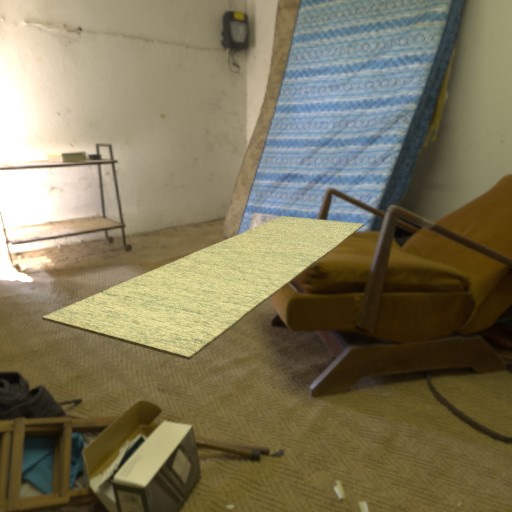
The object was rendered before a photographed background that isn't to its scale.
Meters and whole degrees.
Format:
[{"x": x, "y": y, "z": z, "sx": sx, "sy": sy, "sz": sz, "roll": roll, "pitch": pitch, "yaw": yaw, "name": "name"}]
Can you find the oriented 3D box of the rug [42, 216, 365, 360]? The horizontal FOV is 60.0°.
[{"x": 0.000, "y": 0.000, "z": 2.535, "sx": 0.700, "sy": 0.014, "sz": 2.290, "roll": 8, "pitch": 18, "yaw": 26, "name": "rug"}]
